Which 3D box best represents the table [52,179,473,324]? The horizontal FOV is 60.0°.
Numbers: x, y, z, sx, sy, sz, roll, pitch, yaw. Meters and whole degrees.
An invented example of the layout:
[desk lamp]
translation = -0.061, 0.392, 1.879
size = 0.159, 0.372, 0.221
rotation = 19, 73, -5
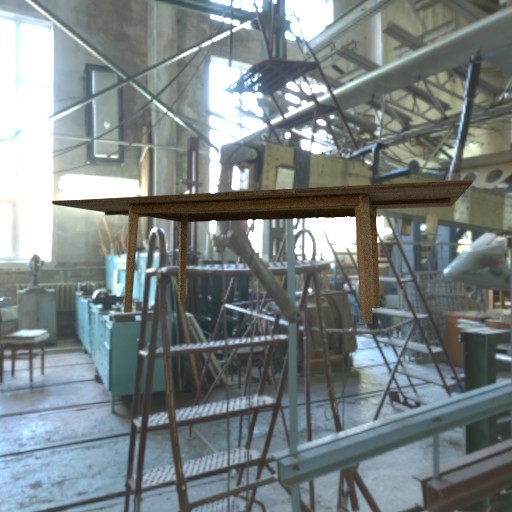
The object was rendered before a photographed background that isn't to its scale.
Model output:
[table]
translation = 0.000, 0.000, 3.083
size = 2.603, 0.752, 1.000
rotation = 0, 0, 19
